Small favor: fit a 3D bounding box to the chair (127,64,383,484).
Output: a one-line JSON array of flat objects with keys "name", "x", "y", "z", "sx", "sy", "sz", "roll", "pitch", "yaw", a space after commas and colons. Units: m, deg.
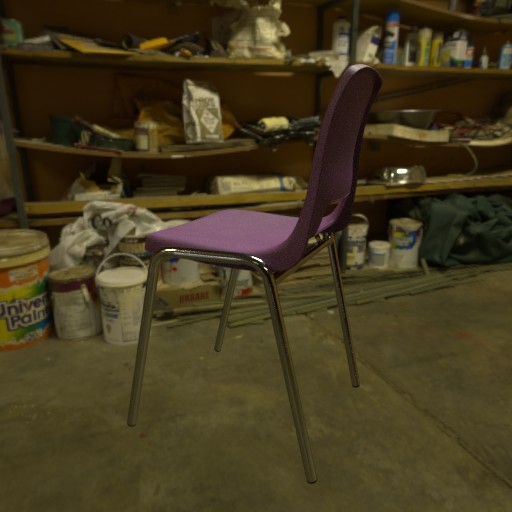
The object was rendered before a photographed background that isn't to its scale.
[{"name": "chair", "x": 0.000, "y": 0.000, "z": 0.917, "sx": 0.432, "sy": 0.704, "sz": 0.381, "roll": 7, "pitch": 18, "yaw": 24}]
